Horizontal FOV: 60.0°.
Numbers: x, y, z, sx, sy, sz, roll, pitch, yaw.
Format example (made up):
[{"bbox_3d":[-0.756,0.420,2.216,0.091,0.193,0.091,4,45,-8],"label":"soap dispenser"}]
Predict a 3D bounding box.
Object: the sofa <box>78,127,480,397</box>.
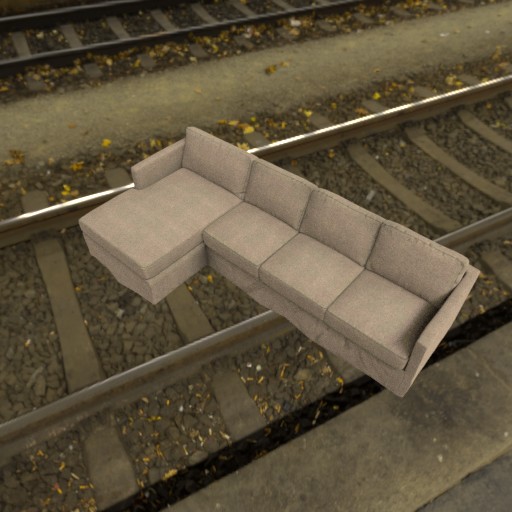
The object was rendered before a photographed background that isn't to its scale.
[{"bbox_3d":[0.000,0.000,3.914,3.205,0.922,1.650,32,54,27],"label":"sofa"}]
